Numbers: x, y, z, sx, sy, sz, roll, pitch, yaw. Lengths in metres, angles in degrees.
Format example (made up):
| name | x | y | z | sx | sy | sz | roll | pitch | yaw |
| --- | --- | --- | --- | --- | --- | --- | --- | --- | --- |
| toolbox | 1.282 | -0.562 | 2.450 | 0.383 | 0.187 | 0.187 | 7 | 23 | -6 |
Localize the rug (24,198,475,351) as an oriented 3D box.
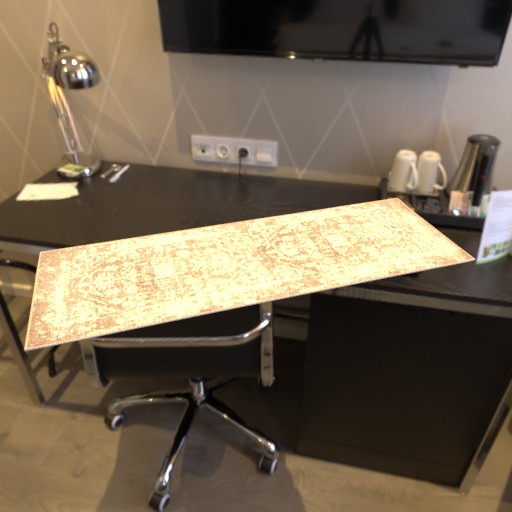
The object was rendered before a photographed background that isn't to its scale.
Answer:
| name | x | y | z | sx | sy | sz | roll | pitch | yaw |
| --- | --- | --- | --- | --- | --- | --- | --- | --- | --- |
| rug | 0.000 | 0.000 | 2.628 | 2.452 | 0.017 | 0.855 | -10 | 35 | -14 |
